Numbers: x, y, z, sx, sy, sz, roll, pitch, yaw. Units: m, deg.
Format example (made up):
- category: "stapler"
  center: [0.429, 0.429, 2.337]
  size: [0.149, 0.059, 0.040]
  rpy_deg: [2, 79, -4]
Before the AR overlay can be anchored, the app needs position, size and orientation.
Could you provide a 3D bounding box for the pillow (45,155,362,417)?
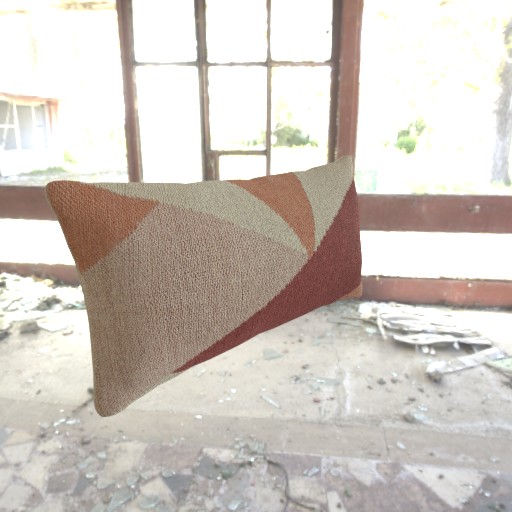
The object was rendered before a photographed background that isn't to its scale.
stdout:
- category: "pillow"
  center: [0.000, 0.000, 0.710]
  size: [0.155, 0.292, 0.609]
  rpy_deg: [14, 21, 42]
